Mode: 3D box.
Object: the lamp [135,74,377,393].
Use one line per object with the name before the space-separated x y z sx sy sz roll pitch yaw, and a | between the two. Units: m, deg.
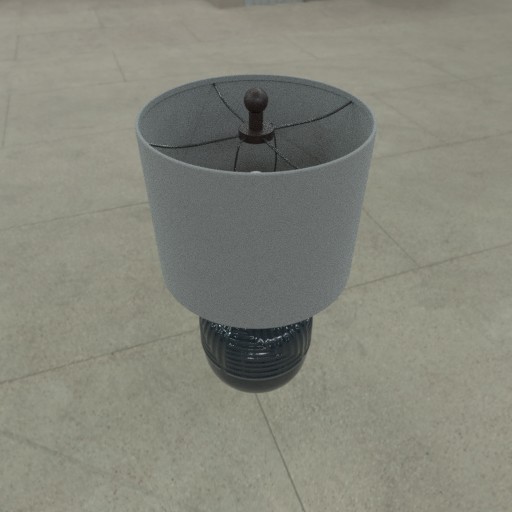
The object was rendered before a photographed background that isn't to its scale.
lamp | 0.000 0.000 0.753 0.318 0.567 0.318 0 41 0
